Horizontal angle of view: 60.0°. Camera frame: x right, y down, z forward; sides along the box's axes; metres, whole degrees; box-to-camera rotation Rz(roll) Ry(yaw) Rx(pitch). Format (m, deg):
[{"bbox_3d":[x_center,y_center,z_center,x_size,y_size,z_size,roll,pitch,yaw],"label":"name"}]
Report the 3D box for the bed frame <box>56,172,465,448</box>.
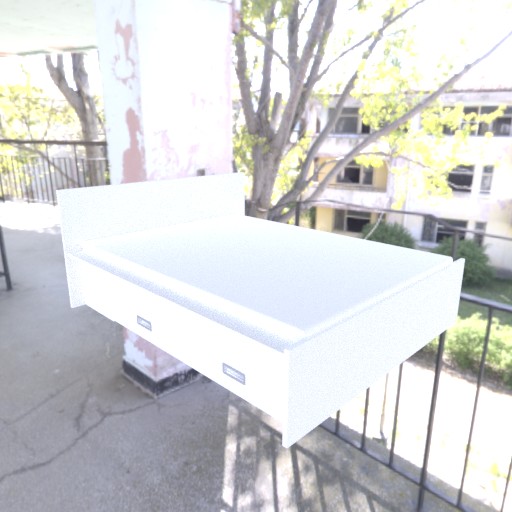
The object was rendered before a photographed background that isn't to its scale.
[{"bbox_3d":[0.000,0.000,2.804,1.622,0.800,1.960,-16,23,-43],"label":"bed frame"}]
